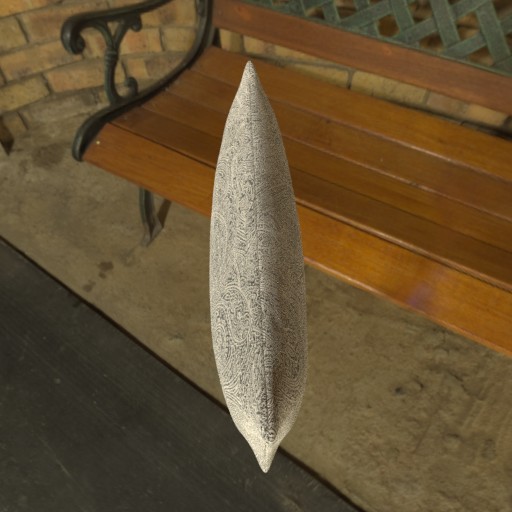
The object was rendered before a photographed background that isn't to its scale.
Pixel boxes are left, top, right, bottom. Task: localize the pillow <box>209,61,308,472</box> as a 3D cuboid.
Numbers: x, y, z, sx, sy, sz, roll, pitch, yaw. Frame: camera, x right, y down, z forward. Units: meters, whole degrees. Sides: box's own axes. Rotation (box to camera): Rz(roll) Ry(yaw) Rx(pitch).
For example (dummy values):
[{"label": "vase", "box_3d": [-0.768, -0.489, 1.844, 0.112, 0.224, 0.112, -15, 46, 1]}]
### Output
[{"label": "pillow", "box_3d": [0.000, 0.000, 0.721, 0.151, 0.295, 0.615, -2, 58, -1]}]
